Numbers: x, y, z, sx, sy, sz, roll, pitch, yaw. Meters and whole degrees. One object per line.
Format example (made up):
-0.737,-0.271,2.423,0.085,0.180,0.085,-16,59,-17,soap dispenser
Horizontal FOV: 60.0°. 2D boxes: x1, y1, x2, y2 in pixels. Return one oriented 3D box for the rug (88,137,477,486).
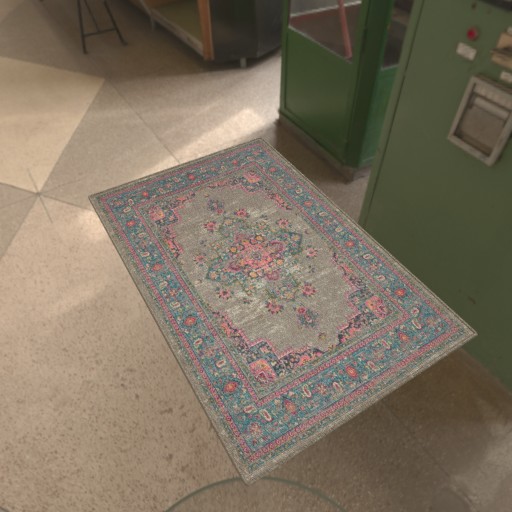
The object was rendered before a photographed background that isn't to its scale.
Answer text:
0.000,0.000,2.177,1.144,0.014,1.748,-24,52,-20,rug
